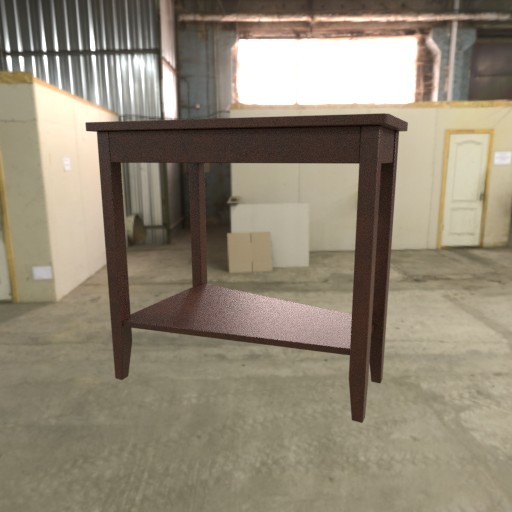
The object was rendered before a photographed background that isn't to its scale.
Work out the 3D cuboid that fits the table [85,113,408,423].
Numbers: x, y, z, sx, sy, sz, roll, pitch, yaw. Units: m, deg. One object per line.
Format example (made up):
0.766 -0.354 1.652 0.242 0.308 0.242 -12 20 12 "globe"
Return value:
0.000 0.000 1.029 0.605 0.589 0.399 6 14 26 "table"
